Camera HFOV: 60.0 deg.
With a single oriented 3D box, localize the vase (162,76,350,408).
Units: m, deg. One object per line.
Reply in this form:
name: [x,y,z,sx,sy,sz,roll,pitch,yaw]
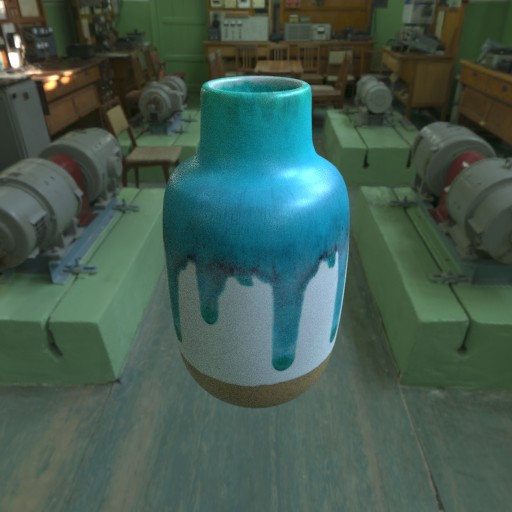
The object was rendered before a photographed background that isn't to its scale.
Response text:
vase: [0.000,0.000,0.261,0.106,0.192,0.106,0,30,0]
